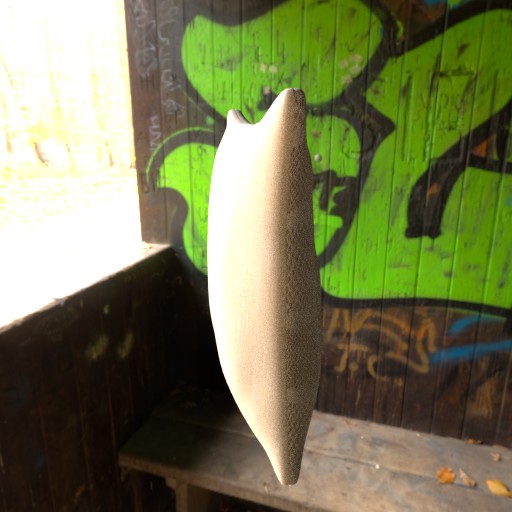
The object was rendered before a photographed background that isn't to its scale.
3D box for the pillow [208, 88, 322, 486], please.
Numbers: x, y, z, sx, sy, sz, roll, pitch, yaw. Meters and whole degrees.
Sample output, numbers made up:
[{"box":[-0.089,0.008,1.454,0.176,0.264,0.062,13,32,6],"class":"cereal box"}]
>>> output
[{"box":[0.000,0.000,0.657,0.138,0.432,0.436,-3,16,-10],"class":"pillow"}]
